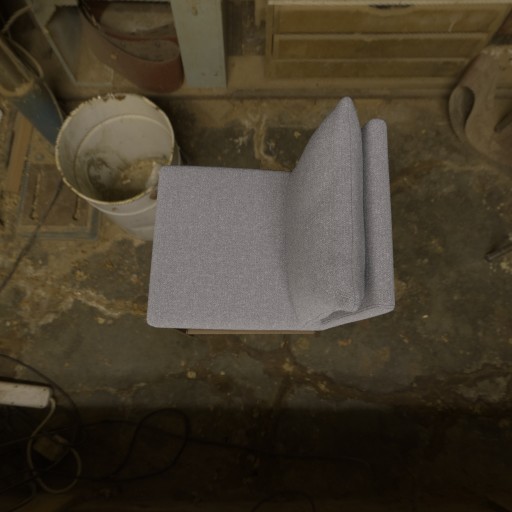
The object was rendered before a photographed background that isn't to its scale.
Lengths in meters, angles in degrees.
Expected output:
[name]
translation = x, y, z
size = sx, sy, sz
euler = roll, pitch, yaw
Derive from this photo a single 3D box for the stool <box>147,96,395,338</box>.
[stool]
translation = 0.000, 0.000, 1.357
size = 0.569, 1.031, 0.463
euler = 2, 76, 0
